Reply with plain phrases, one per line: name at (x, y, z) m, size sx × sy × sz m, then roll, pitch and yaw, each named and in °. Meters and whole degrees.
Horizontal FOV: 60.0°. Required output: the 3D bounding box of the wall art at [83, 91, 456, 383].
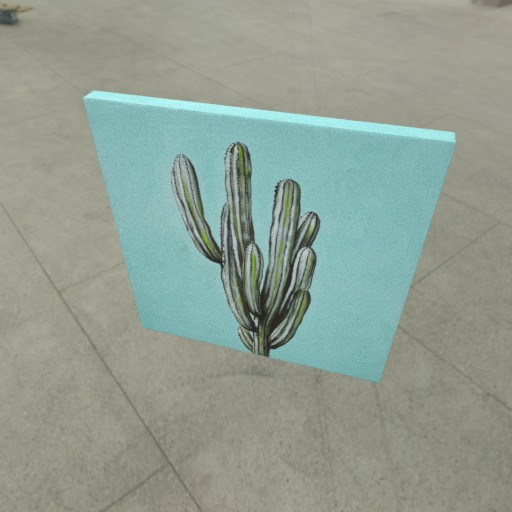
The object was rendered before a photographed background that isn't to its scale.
wall art at (0.000, 0.000, 1.146) m, size 0.765 × 0.766 × 0.054 m, roll 10°, pitch 42°, yaw 12°
